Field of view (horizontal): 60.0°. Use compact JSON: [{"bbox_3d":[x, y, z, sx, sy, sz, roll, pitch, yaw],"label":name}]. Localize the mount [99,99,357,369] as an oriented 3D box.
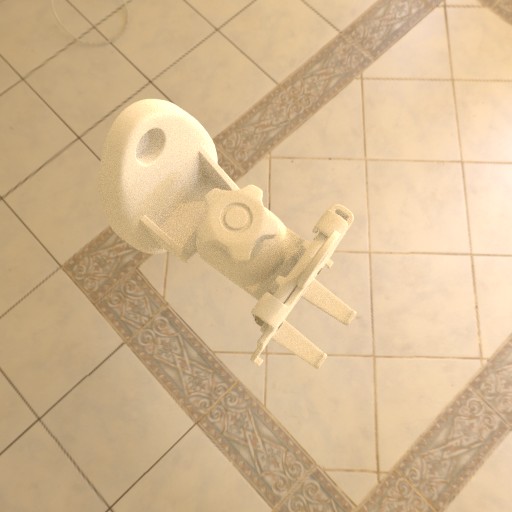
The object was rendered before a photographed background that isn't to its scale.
[{"bbox_3d":[0.000,0.000,0.176,0.100,0.118,0.066,36,78,8],"label":"mount"}]
